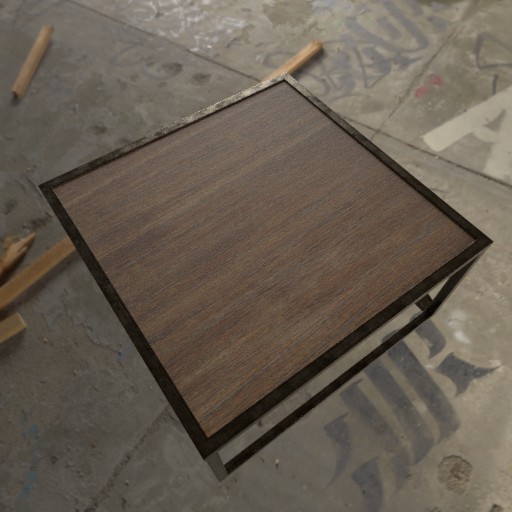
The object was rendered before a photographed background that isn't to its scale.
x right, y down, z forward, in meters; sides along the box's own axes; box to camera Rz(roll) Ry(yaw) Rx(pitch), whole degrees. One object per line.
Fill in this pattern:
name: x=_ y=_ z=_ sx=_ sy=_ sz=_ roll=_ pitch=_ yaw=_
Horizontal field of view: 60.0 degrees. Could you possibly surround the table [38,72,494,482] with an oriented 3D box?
table: x=0.000 y=0.000 z=1.418 sx=0.909 sy=0.451 sz=0.899 roll=-31 pitch=63 yaw=-18
